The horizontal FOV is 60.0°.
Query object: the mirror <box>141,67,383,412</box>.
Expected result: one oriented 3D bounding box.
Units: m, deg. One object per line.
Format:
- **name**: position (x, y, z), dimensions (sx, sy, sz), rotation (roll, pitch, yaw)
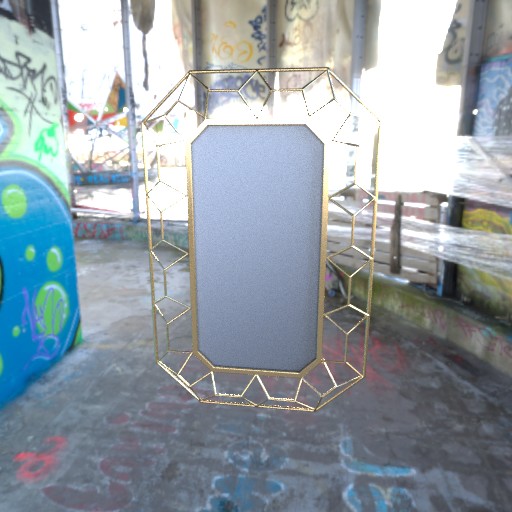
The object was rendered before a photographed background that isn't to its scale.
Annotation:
- **mirror**: position (0.000, 0.000, 1.096), dimensions (0.572, 0.870, 0.051), rotation (2, 14, 8)
